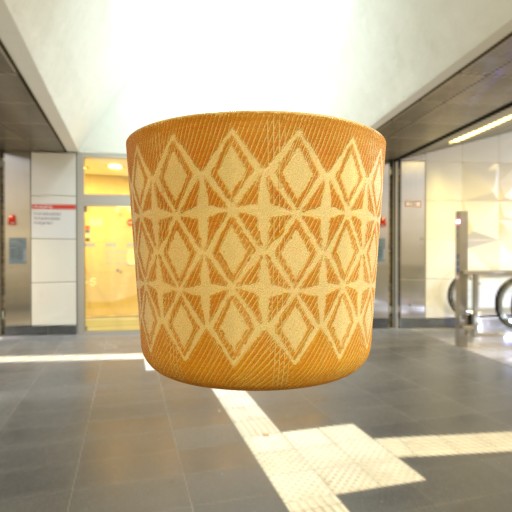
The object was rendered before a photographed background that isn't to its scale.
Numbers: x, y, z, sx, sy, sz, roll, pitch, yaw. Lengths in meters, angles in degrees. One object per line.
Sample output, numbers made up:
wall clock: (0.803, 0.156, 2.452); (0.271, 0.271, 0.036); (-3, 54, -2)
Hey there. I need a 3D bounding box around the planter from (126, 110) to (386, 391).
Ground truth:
planter: (0.000, 0.000, 0.343); (0.193, 0.165, 0.193); (0, 0, 0)
